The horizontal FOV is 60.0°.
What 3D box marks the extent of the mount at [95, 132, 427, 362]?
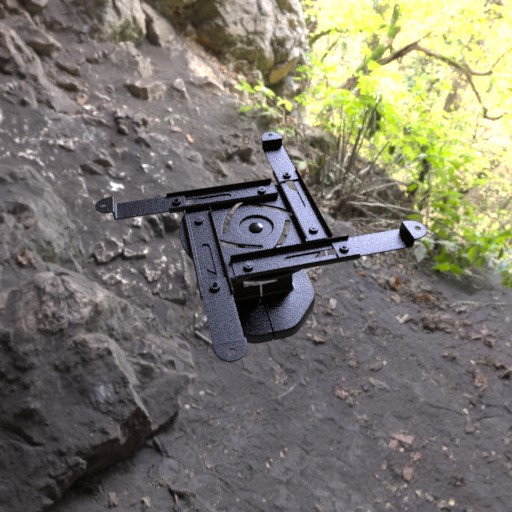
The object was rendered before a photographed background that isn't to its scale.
[{"bbox_3d":[0.000,0.000,0.608,0.394,0.141,0.394,-10,46,-10],"label":"mount"}]
